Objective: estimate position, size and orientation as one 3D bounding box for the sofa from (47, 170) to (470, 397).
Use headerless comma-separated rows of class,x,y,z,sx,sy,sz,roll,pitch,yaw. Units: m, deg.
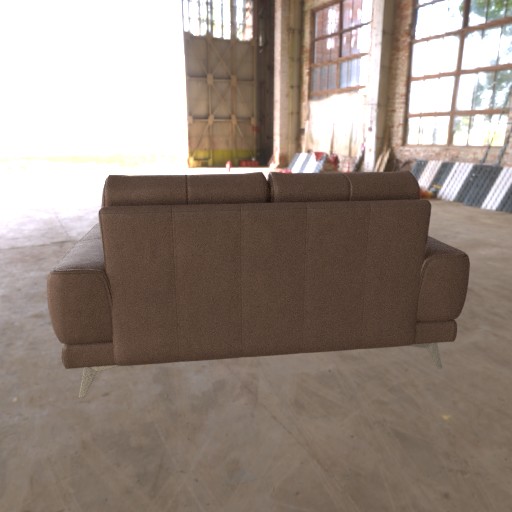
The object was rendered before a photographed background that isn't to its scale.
sofa,0.000,0.000,2.297,1.806,0.907,1.018,-2,16,-8
